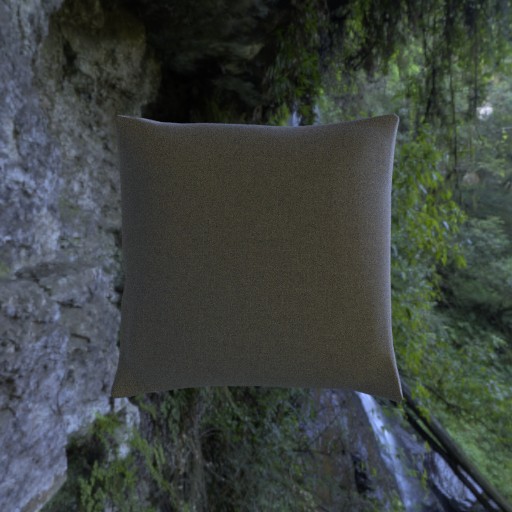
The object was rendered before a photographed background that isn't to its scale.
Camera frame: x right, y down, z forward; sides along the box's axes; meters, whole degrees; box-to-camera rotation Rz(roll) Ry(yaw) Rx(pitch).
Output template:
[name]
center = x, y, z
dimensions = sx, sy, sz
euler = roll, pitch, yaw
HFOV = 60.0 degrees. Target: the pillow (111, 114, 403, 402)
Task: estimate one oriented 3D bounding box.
[pillow]
center = 0.000, 0.000, 0.766
dimensions = 0.496, 0.491, 0.219
euler = 0, 0, 1
